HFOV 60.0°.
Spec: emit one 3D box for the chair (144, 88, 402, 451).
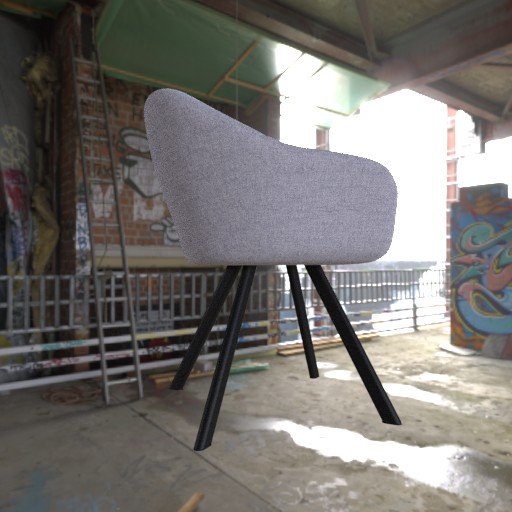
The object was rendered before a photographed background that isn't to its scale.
[{"bbox_3d":[0.000,0.000,1.160,0.570,0.780,0.540,0,-1,-17],"label":"chair"}]
